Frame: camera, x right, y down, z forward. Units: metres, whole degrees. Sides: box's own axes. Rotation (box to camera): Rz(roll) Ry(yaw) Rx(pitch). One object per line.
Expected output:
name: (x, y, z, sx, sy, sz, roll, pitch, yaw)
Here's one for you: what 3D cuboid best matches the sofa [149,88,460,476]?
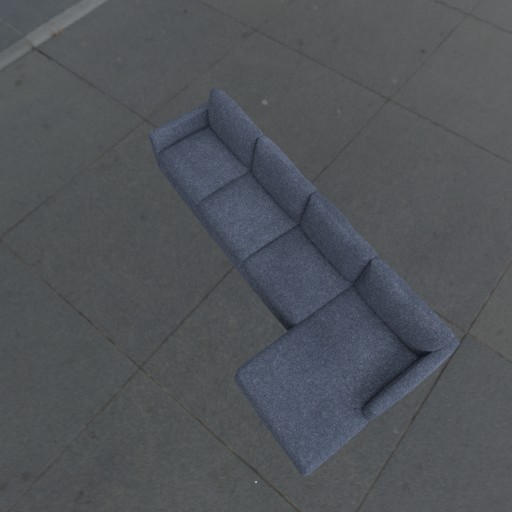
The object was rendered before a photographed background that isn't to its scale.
sofa: (0.000, 0.000, 3.512, 1.350, 0.810, 2.932, -33, 68, -15)
